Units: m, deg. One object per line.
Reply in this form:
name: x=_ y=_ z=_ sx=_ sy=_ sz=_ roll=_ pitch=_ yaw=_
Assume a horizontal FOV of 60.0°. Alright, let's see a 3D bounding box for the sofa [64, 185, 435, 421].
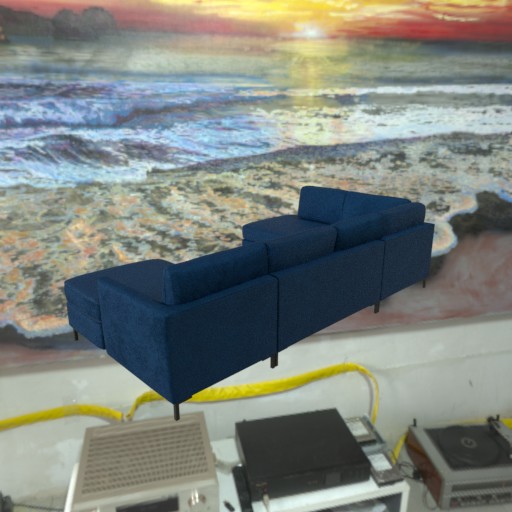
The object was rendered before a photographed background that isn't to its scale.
sofa: x=0.000 y=0.000 z=4.411 sx=3.434 sy=0.992 sz=2.055 roll=-16 pitch=23 yaw=-42
